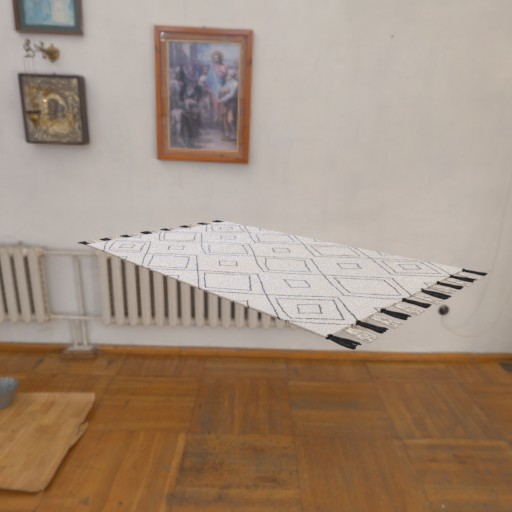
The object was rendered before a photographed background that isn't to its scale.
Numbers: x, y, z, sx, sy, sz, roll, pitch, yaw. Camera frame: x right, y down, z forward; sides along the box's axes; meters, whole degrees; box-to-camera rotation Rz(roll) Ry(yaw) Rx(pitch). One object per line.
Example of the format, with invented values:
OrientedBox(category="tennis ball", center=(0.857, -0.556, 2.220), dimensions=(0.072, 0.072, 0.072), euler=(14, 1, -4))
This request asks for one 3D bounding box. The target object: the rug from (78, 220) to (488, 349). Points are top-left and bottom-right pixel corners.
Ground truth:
OrientedBox(category="rug", center=(0.000, 0.000, 3.276), dimensions=(1.524, 0.021, 2.755), euler=(-14, 20, -42))
